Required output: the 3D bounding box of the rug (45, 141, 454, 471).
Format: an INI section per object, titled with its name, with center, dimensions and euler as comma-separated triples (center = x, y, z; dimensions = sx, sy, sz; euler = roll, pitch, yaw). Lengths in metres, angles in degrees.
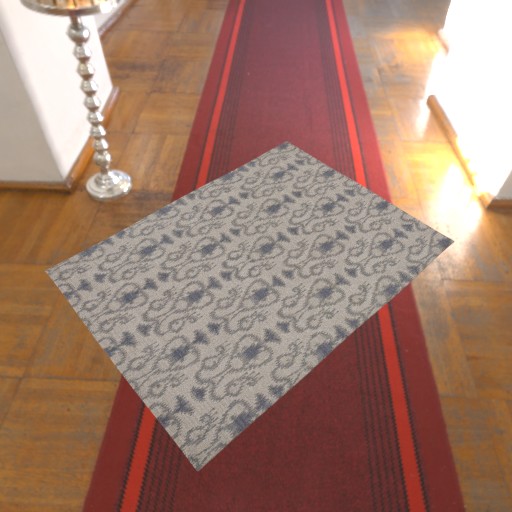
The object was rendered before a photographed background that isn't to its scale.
[rug]
center = 0.000, 0.000, 3.016
dimensions = 2.261, 0.013, 1.676
euler = -34, 56, -27
